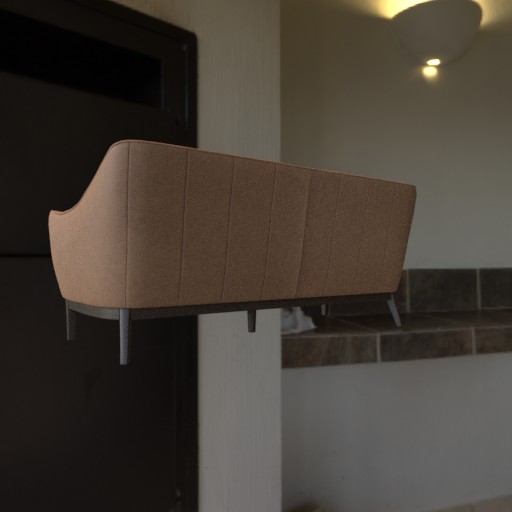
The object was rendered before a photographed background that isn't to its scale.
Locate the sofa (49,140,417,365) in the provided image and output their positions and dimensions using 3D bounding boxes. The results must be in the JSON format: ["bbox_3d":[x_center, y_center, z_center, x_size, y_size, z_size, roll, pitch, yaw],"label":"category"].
[{"bbox_3d":[0.000,0.000,2.391,1.928,0.830,0.869,0,-1,-36],"label":"sofa"}]
